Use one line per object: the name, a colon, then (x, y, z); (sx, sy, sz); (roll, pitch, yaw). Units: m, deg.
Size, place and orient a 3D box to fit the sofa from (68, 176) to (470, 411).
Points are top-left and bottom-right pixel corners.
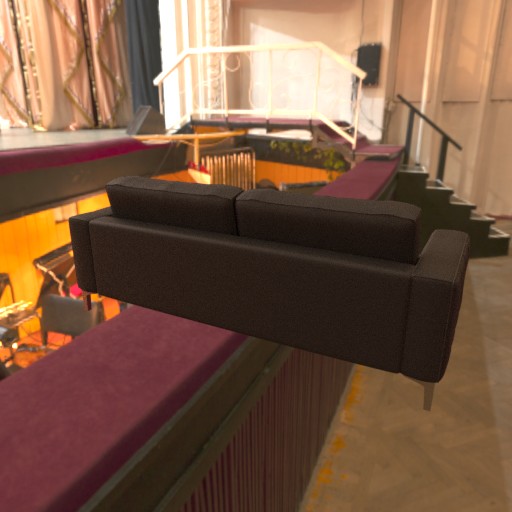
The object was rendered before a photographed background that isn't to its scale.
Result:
sofa: (0.000, 0.000, 2.663); (2.275, 0.893, 0.833); (10, 22, 26)
